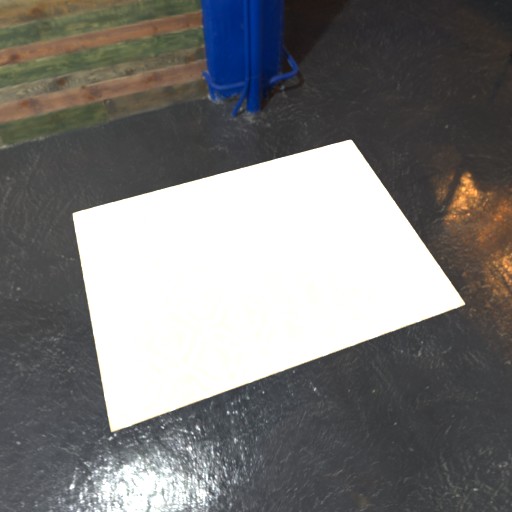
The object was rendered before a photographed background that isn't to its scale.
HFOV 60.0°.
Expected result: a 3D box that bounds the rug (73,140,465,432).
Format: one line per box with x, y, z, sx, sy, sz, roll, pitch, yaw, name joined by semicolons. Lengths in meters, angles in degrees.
0.000;0.000;2.859;2.134;0.010;1.524;-17;58;-11;rug
